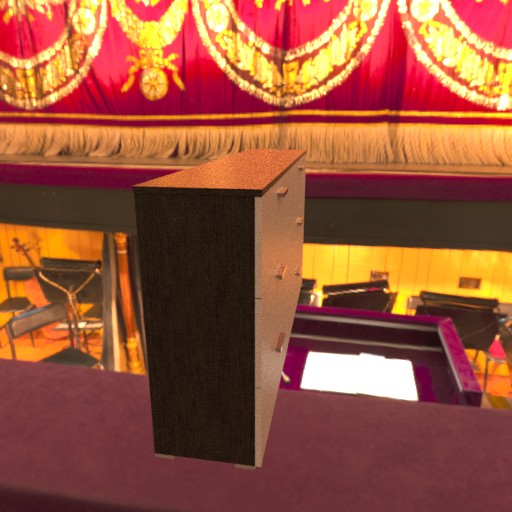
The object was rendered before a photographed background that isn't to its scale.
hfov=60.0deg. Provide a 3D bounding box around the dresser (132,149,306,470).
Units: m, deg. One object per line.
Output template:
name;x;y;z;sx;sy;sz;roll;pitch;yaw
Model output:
dresser;0.000;0.000;1.875;0.333;0.790;1.535;3;17;10
